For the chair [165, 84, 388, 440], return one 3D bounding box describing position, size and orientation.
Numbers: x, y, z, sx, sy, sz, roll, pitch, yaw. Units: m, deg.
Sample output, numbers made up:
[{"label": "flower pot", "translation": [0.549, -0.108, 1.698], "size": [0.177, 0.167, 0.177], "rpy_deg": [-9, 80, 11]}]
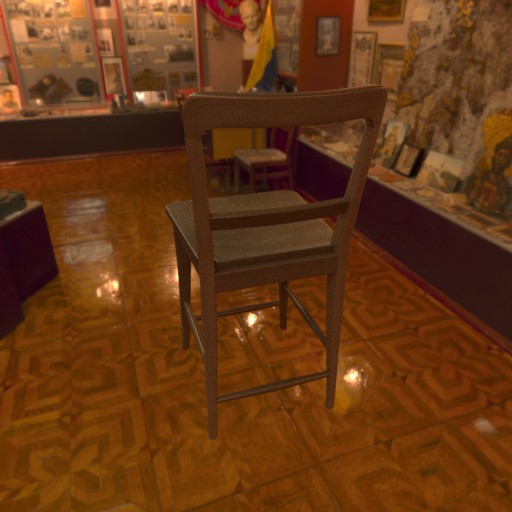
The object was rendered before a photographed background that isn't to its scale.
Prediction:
[{"label": "chair", "translation": [0.000, 0.000, 1.309], "size": [0.450, 0.991, 0.546], "rpy_deg": [-9, 29, -16]}]
